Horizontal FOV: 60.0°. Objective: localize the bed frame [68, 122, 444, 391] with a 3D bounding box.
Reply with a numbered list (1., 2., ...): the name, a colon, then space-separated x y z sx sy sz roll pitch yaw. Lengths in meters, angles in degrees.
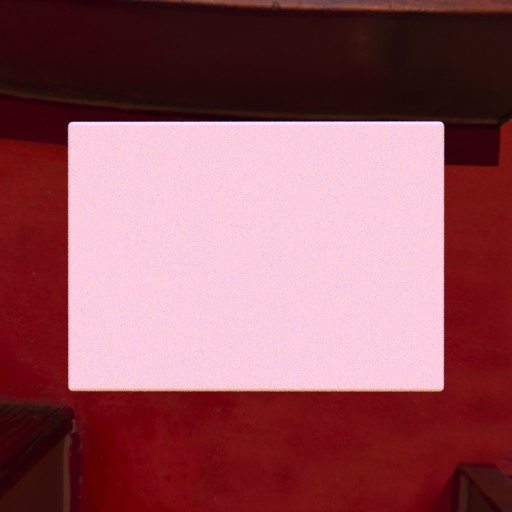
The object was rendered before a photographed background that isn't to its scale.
1. bed frame: 0.000 0.000 2.617 1.956 0.659 1.408 0 90 0
